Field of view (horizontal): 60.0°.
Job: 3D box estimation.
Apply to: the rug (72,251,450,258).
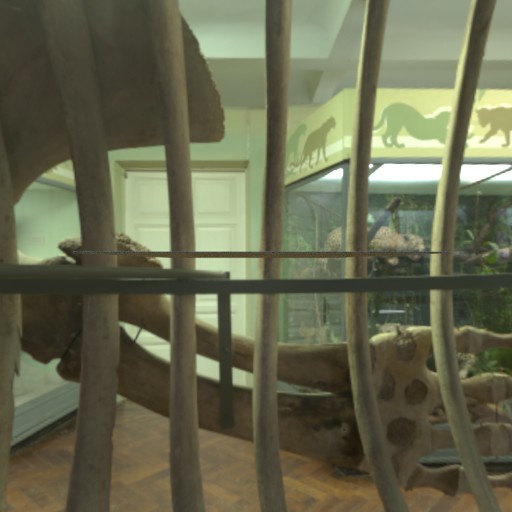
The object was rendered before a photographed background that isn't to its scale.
[{"bbox_3d":[0.000,0.000,2.925,1.522,0.006,2.286,0,-1,-1],"label":"rug"}]
